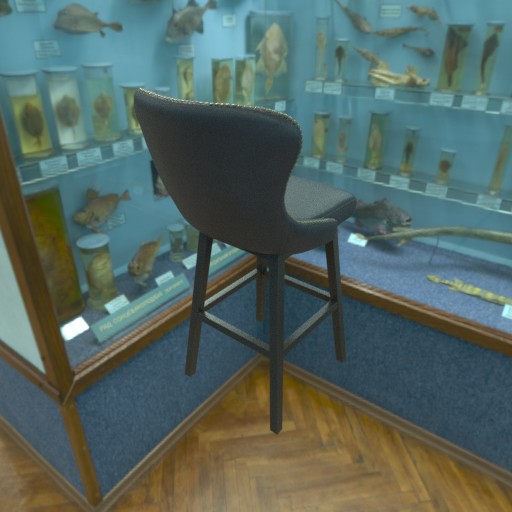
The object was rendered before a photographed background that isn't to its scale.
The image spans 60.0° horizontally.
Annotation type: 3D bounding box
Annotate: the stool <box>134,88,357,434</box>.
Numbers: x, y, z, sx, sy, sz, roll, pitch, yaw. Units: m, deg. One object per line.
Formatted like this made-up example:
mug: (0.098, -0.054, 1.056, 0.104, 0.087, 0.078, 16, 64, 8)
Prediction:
stool: (0.000, 0.000, 1.427, 0.528, 1.050, 0.601, 22, 36, 33)
